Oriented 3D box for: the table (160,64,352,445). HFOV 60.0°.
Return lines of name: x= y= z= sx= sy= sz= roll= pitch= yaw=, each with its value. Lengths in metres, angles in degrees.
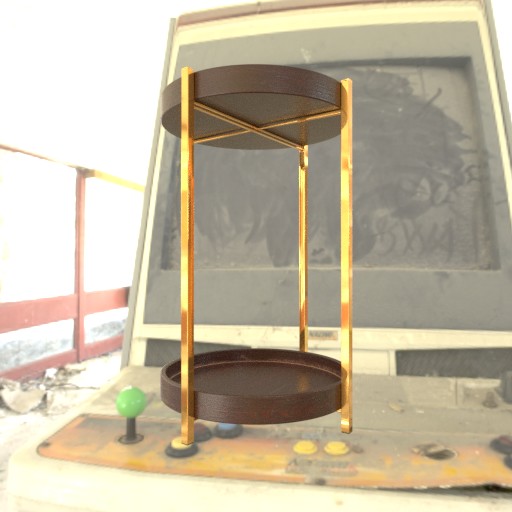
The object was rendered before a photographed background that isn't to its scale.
table: x=0.000 y=0.000 z=0.879 sx=0.400 sy=0.610 sz=0.400 roll=0 pitch=0 yaw=35
